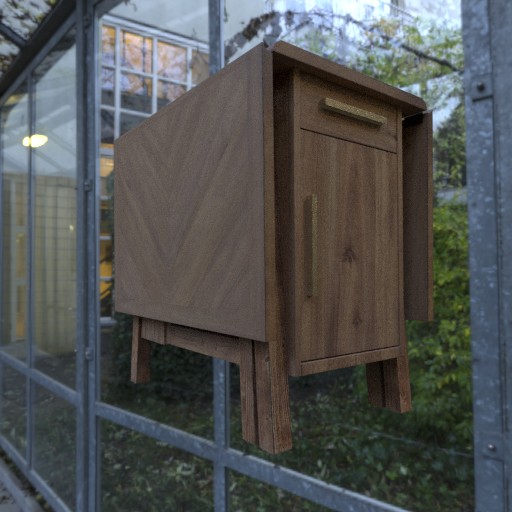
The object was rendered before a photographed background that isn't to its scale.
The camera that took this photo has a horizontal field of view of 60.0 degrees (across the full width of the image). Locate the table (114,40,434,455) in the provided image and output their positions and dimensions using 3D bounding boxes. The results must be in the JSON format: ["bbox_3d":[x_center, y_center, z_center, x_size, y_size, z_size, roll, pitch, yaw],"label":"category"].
[{"bbox_3d":[0.000,0.000,1.590,0.701,0.981,0.967,1,-2,-37],"label":"table"}]
